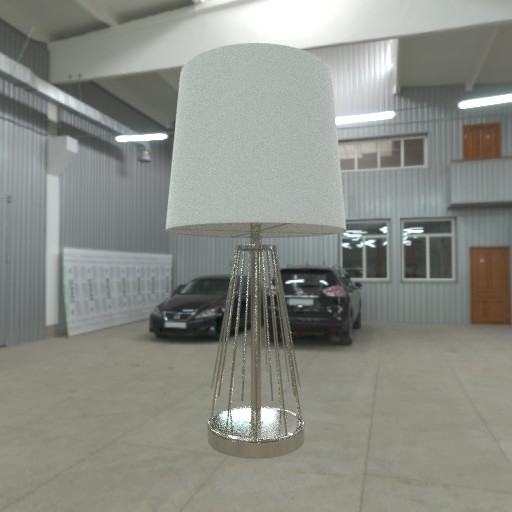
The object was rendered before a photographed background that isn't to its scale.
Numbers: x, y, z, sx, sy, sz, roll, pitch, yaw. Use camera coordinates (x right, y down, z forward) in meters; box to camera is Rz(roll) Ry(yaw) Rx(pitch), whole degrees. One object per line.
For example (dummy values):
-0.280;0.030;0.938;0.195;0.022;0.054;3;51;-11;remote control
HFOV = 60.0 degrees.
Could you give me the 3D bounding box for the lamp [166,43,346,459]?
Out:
0.000;0.000;0.758;0.303;0.618;0.303;0;-2;0;lamp
